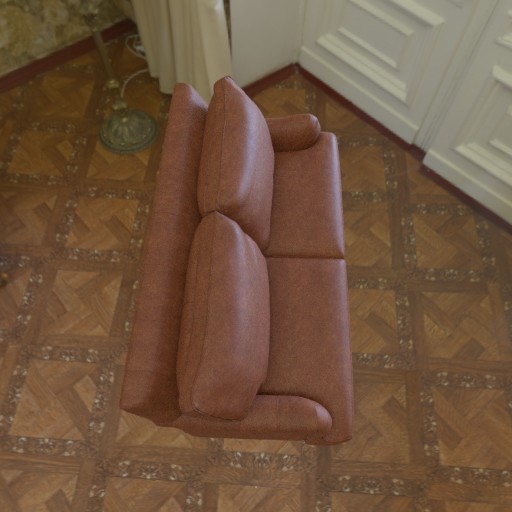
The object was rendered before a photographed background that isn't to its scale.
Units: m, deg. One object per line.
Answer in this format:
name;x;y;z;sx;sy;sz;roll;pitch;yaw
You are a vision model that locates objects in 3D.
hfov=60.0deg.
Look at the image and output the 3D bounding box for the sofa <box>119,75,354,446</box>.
sofa;0.000;0.000;2.793;1.147;1.071;2.144;2;62;1
